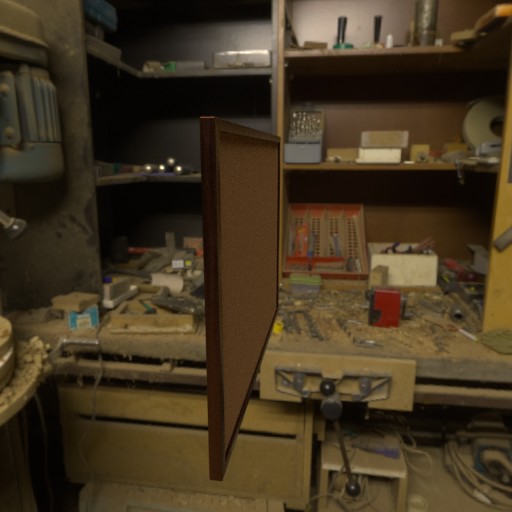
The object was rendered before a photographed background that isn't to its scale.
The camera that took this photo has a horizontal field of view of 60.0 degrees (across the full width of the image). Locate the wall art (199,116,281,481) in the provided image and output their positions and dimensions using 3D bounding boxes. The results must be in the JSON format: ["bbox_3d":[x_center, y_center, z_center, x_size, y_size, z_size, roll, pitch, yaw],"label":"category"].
[{"bbox_3d":[0.000,0.000,0.559,0.012,0.304,0.431,2,13,9],"label":"wall art"}]
